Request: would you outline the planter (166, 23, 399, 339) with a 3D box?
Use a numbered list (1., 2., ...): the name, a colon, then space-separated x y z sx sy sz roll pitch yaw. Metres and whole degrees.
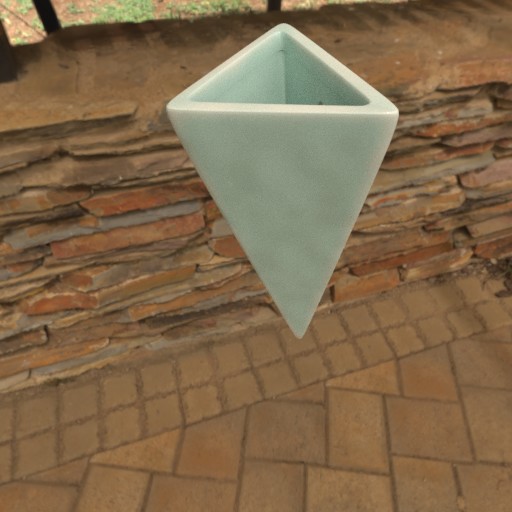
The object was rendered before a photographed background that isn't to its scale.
1. planter: 0.000 0.000 0.214 0.064 0.178 0.080 -17 49 -16
